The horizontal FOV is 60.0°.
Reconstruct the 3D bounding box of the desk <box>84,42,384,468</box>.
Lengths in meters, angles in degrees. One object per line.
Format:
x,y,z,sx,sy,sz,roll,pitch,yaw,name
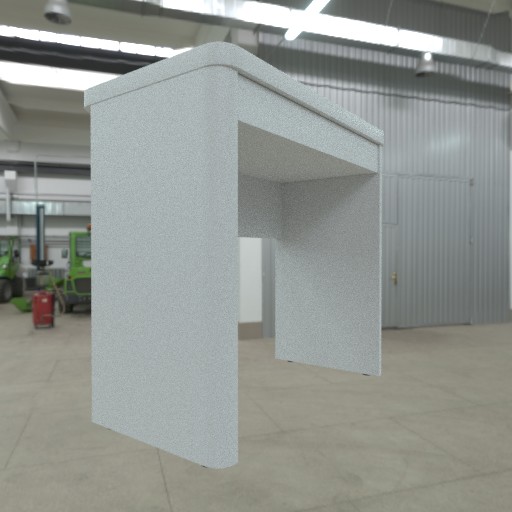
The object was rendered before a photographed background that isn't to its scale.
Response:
0.000,0.000,1.213,0.446,0.760,0.790,0,1,37,desk
